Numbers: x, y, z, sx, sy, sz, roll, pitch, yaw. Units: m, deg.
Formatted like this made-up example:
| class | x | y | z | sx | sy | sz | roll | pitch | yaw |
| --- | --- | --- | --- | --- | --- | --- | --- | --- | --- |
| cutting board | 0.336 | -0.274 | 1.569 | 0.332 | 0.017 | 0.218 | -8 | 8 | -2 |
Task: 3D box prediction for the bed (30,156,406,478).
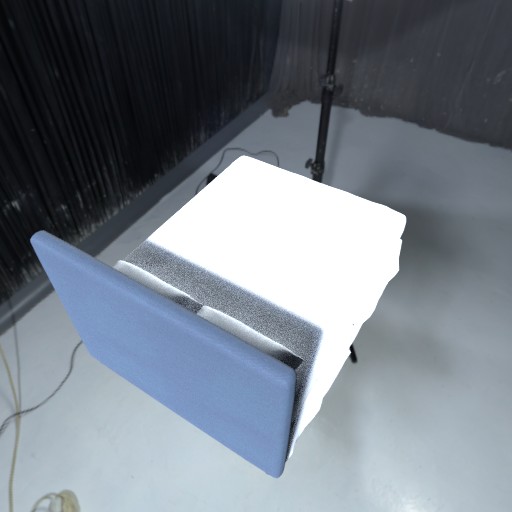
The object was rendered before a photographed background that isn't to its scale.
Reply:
| class | x | y | z | sx | sy | sz | roll | pitch | yaw |
| --- | --- | --- | --- | --- | --- | --- | --- | --- | --- |
| bed | 0.000 | 0.000 | 3.215 | 1.713 | 1.330 | 2.162 | 25 | 52 | 21 |
